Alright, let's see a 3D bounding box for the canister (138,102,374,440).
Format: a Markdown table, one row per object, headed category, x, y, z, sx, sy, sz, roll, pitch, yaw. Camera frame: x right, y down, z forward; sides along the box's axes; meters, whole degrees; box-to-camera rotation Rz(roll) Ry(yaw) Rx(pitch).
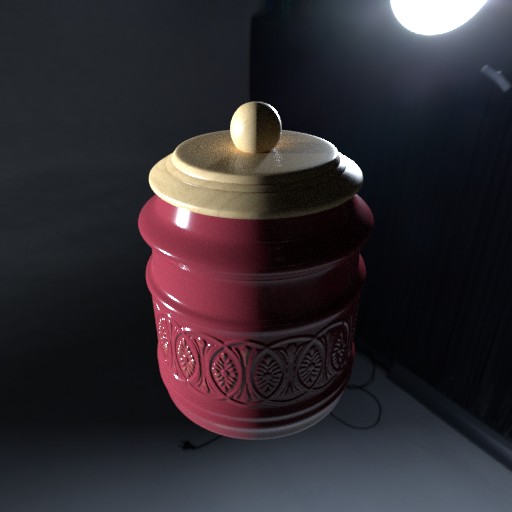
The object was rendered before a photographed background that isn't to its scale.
| category | x | y | z | sx | sy | sz | roll | pitch | yaw |
| --- | --- | --- | --- | --- | --- | --- | --- | --- | --- |
| canister | 0.000 | 0.000 | 0.265 | 0.130 | 0.176 | 0.130 | 0 | 30 | 0 |
